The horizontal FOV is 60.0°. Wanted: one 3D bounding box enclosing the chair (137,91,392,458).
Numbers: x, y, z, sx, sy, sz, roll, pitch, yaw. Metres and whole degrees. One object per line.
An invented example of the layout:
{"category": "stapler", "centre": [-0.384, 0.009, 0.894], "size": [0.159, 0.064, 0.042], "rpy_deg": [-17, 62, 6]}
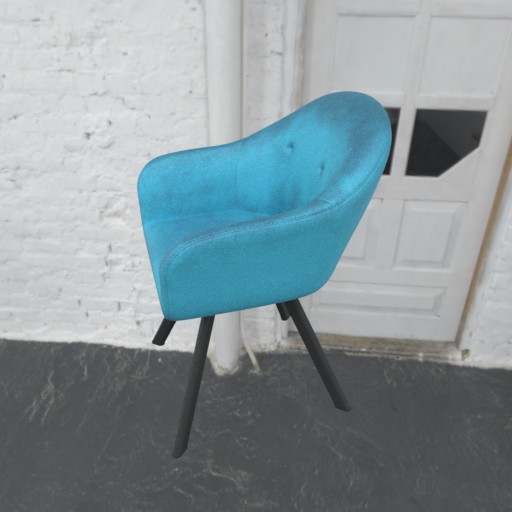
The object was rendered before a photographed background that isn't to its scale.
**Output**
{"category": "chair", "centre": [0.000, 0.000, 1.149], "size": [0.570, 0.780, 0.540], "rpy_deg": [-9, 30, -16]}
